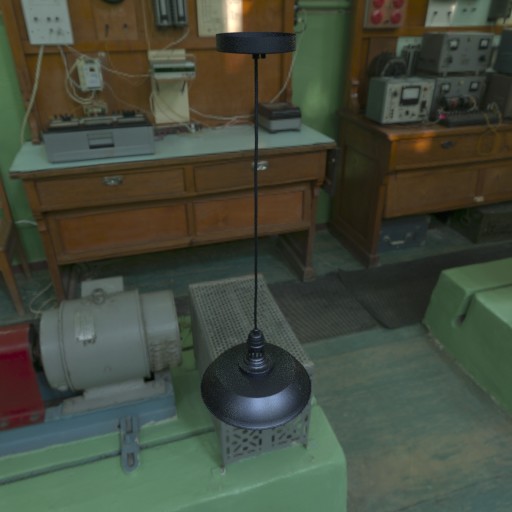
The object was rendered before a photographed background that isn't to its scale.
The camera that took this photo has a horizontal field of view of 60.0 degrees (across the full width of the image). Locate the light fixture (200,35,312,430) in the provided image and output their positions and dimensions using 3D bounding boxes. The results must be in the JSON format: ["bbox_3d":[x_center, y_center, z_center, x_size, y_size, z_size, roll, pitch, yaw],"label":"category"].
[{"bbox_3d":[0.000,0.000,1.108,0.331,0.993,0.331,-10,31,-16],"label":"light fixture"}]
